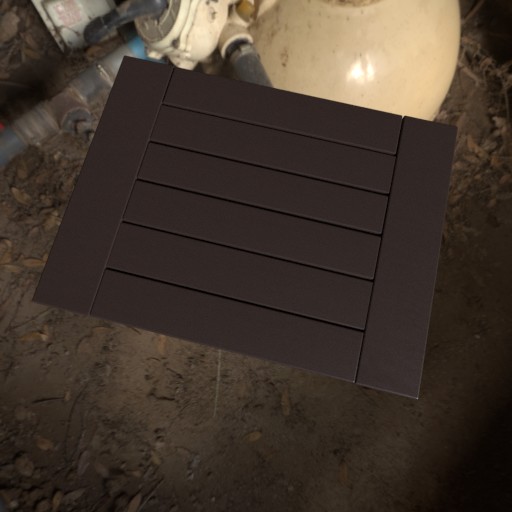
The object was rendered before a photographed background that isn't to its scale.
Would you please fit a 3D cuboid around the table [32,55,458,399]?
[{"bbox_3d":[0.000,0.000,1.013,0.602,0.605,0.460,13,76,3],"label":"table"}]
